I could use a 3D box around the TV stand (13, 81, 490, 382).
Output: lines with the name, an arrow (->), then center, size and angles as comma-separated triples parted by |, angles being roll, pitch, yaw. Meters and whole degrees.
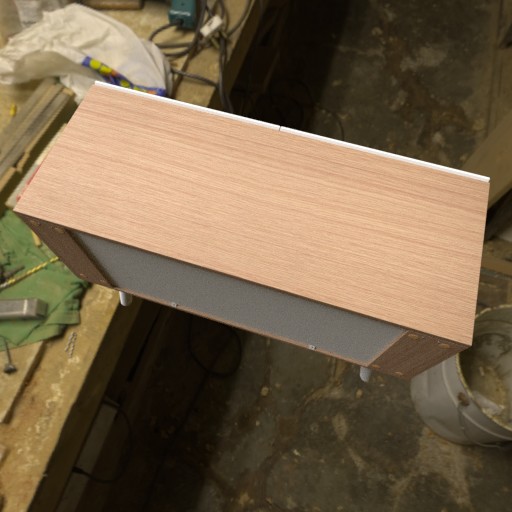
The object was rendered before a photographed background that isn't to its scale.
TV stand -> 0.000, 0.000, 1.289 | 0.991, 0.660, 0.407 | 16, 66, 7
